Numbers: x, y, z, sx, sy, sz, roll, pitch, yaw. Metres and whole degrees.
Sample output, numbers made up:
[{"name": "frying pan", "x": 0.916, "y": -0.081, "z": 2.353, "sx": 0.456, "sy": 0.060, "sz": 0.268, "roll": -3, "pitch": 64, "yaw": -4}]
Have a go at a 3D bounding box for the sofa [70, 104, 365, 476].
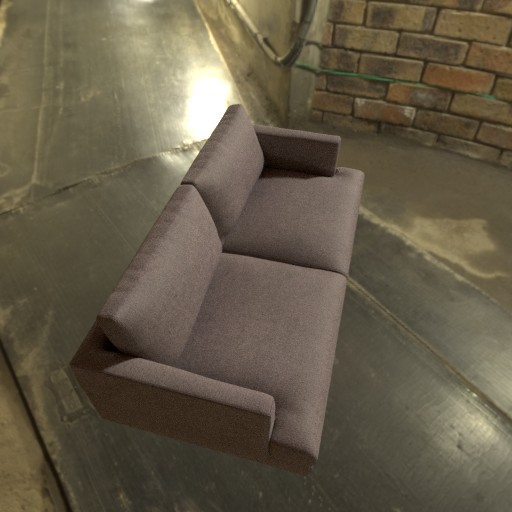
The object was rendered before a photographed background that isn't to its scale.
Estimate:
[{"name": "sofa", "x": 0.000, "y": 0.000, "z": 2.442, "sx": 1.020, "sy": 0.868, "sz": 1.948, "roll": 11, "pitch": 48, "yaw": 10}]
